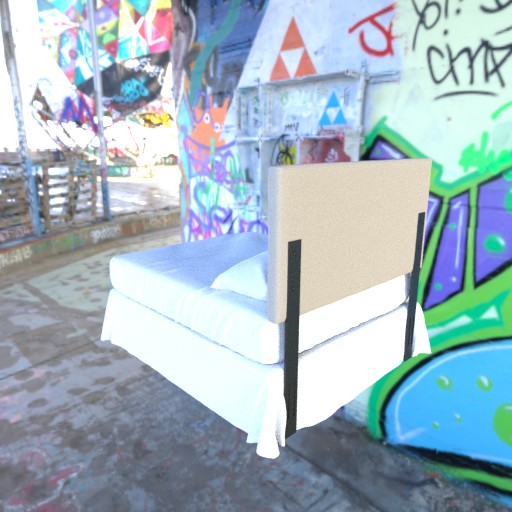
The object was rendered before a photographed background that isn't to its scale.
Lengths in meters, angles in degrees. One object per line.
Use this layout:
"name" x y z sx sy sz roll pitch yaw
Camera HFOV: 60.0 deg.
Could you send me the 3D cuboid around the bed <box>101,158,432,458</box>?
"bed" 0.000 0.000 3.609 1.936 1.577 2.222 -13 19 -41
